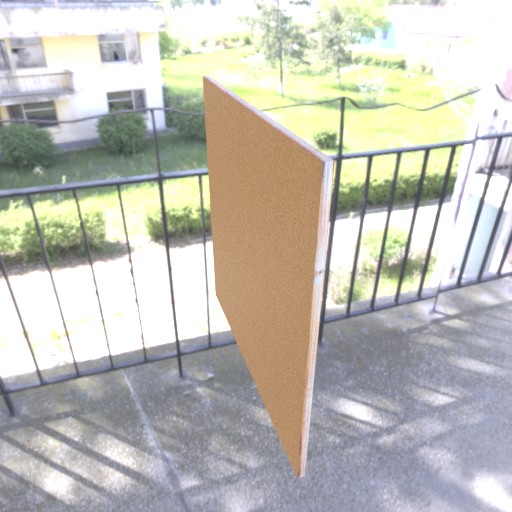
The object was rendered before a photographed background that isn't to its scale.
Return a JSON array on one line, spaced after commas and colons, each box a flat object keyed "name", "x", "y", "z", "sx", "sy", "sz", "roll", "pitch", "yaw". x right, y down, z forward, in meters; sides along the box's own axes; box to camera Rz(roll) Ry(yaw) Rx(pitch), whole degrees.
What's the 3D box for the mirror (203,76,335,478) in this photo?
[{"name": "mirror", "x": 0.000, "y": 0.000, "z": 1.212, "sx": 0.061, "sy": 0.804, "sz": 0.804, "roll": -10, "pitch": 33, "yaw": -16}]
